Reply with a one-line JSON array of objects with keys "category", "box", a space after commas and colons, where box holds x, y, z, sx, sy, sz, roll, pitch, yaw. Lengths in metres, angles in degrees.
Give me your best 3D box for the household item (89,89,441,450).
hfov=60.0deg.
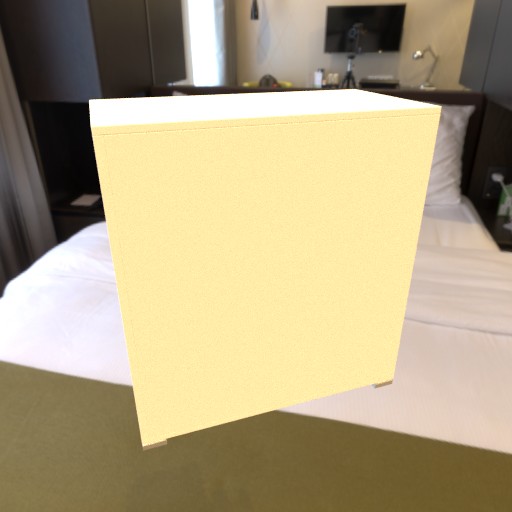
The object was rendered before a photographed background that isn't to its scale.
[{"category": "household item", "box": [0.000, 0.000, 1.320, 0.800, 0.870, 0.420, -9, 28, -17]}]
